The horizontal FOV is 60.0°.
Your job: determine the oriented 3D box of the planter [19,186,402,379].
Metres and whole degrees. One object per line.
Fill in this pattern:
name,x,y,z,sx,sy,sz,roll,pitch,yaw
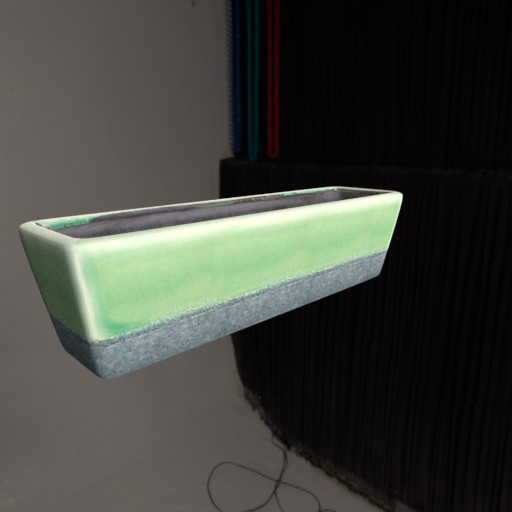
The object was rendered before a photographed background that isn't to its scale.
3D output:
planter,0.000,0.000,0.302,0.275,0.072,0.072,-14,20,-43
